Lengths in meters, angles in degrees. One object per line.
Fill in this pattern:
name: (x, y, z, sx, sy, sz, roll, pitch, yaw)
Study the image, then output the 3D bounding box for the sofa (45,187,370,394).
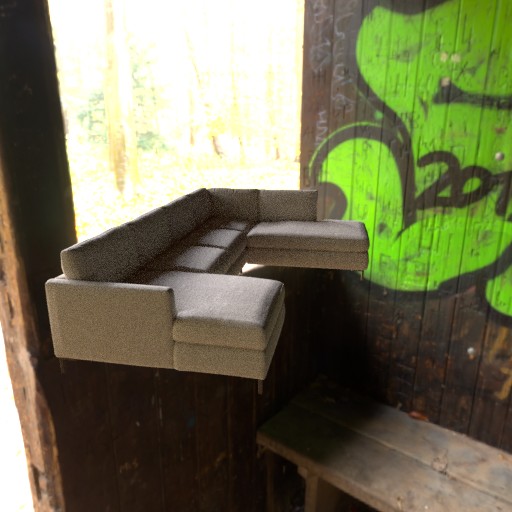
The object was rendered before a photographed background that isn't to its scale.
sofa: (0.000, 0.000, 3.578, 1.879, 0.756, 2.737, 3, 17, 10)
